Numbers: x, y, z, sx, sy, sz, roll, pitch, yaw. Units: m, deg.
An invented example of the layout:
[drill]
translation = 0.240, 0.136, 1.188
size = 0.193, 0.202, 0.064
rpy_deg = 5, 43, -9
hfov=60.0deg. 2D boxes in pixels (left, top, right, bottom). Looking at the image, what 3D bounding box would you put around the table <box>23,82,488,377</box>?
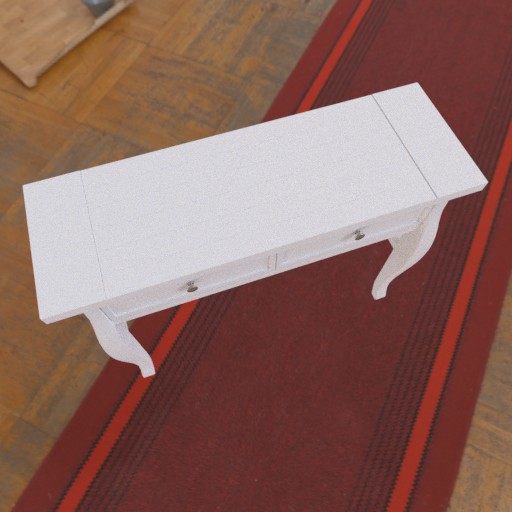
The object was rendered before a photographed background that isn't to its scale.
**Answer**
[table]
translation = 0.000, 0.000, 1.408
size = 1.062, 0.768, 0.373
rpy_deg = -17, 64, -8
